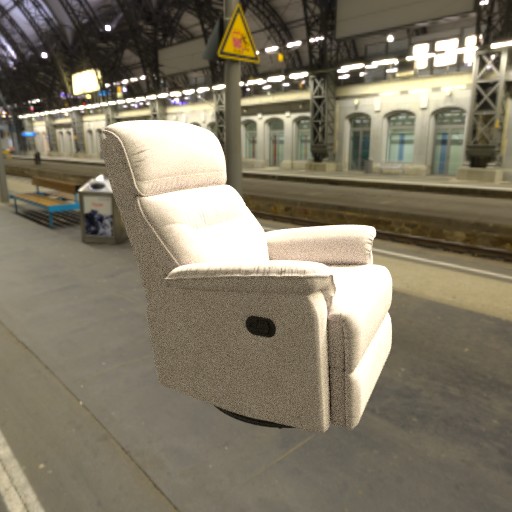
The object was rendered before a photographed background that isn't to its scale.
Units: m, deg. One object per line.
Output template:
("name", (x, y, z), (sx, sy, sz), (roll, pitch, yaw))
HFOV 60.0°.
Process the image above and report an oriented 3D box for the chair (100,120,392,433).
("chair", (0.000, 0.000, 1.746), (1.001, 1.039, 0.820), (7, 16, 25))
